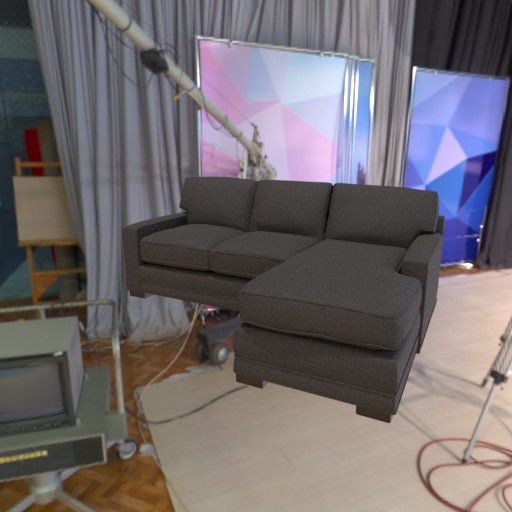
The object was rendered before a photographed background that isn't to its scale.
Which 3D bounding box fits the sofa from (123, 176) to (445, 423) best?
[{"bbox_3d":[0.000,0.000,3.208,2.370,0.973,1.790,7,16,26],"label":"sofa"}]
